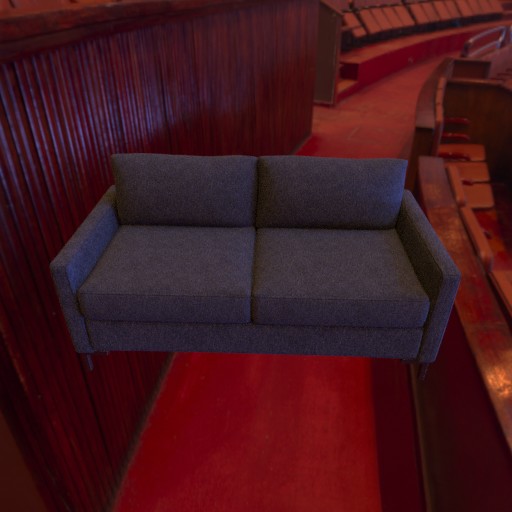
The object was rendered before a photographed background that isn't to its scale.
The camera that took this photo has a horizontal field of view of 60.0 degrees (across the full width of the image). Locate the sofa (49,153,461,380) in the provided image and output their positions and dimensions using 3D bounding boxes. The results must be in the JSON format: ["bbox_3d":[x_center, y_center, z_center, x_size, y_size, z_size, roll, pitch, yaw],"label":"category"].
[{"bbox_3d":[0.000,0.000,2.247,1.716,0.862,0.866,1,33,2],"label":"sofa"}]
